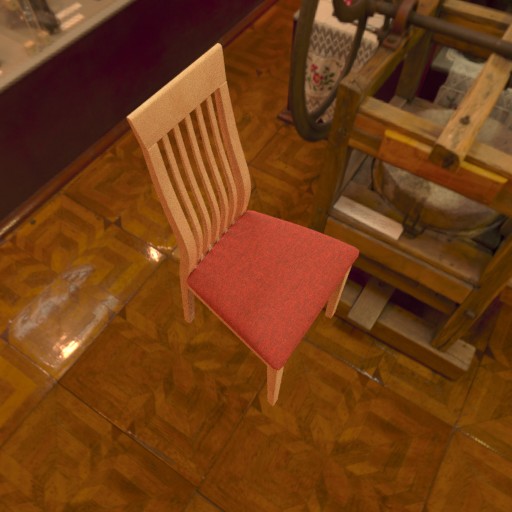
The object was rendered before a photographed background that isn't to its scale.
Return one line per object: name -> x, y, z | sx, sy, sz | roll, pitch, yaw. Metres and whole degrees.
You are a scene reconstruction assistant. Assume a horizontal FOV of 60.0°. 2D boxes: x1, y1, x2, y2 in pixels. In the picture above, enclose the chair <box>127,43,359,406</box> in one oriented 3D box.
chair -> 0.000, 0.000, 1.289 | 0.474, 1.027, 0.460 | 31, 64, 17
